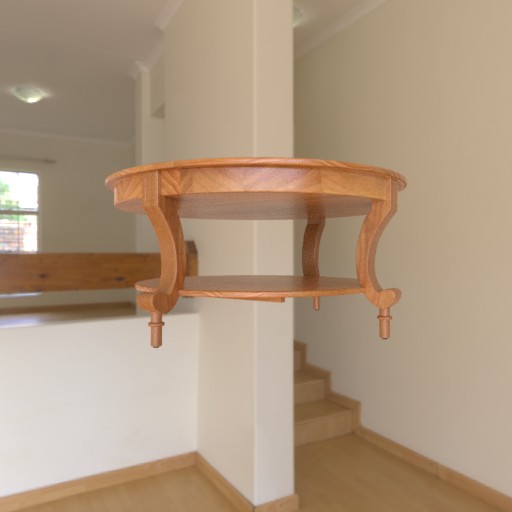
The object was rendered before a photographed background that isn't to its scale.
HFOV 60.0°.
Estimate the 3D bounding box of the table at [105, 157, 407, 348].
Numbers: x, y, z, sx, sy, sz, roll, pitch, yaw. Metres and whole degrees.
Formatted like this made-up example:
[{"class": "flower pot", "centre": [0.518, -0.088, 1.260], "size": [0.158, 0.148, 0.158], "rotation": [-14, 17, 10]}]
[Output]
[{"class": "table", "centre": [0.000, 0.000, 1.589], "size": [1.029, 0.490, 1.029], "rotation": [0, 0, 0]}]
